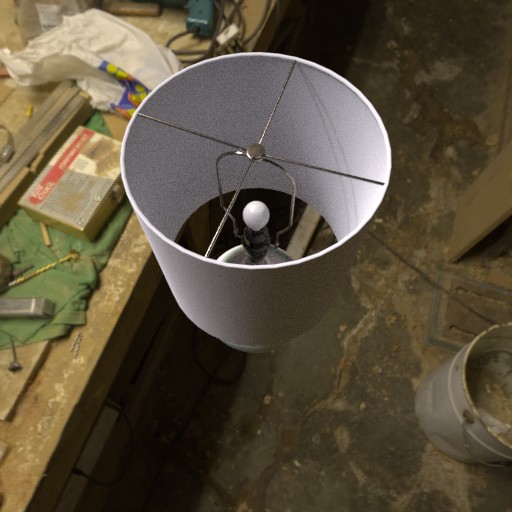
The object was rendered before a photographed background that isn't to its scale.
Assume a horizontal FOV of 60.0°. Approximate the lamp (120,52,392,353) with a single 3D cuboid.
[{"bbox_3d":[0.000,0.000,0.538,0.217,0.404,0.217,18,65,9],"label":"lamp"}]
